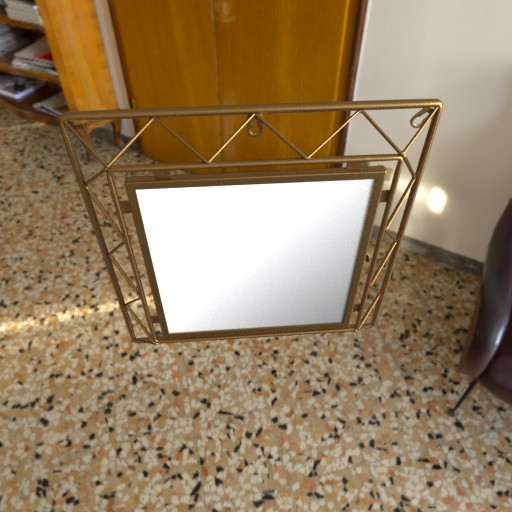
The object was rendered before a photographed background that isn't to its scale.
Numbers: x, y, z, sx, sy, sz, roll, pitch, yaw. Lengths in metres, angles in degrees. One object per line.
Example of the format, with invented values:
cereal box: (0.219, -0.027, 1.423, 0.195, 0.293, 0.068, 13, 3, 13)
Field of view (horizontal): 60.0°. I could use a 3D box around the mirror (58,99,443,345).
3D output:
mirror: (0.000, 0.000, 0.602, 0.416, 0.414, 0.046, -3, 45, -3)
